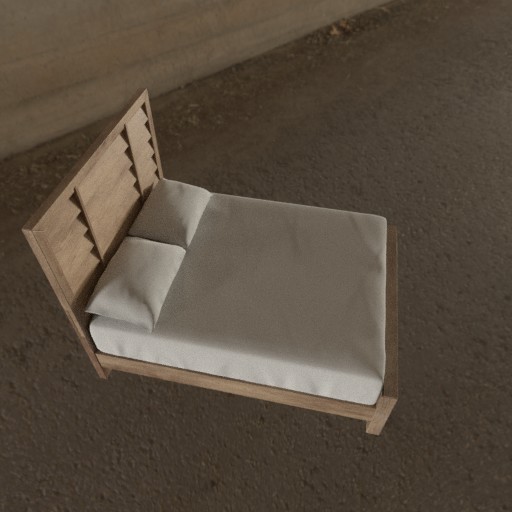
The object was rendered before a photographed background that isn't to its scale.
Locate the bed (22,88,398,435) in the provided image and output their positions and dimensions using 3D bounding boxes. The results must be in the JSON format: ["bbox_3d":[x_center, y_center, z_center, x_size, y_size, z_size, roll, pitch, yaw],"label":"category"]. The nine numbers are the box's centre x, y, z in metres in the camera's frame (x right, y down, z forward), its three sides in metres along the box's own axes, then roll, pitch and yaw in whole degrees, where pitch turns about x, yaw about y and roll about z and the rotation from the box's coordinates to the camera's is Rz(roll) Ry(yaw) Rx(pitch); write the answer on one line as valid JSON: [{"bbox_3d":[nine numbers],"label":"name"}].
[{"bbox_3d":[0.000,0.000,3.320,2.197,1.626,1.626,9,48,8],"label":"bed"}]
